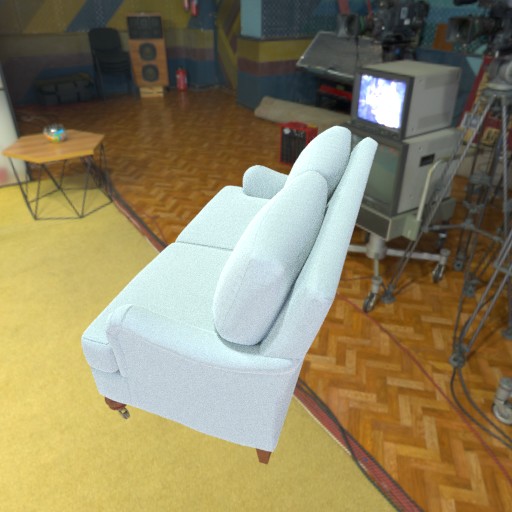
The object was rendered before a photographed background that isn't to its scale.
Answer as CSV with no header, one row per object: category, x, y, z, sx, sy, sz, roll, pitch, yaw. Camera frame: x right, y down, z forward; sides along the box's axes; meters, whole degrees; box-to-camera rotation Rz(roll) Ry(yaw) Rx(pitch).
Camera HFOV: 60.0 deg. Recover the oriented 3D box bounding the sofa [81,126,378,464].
sofa,0.000,0.000,2.500,1.084,1.101,1.853,9,33,15
